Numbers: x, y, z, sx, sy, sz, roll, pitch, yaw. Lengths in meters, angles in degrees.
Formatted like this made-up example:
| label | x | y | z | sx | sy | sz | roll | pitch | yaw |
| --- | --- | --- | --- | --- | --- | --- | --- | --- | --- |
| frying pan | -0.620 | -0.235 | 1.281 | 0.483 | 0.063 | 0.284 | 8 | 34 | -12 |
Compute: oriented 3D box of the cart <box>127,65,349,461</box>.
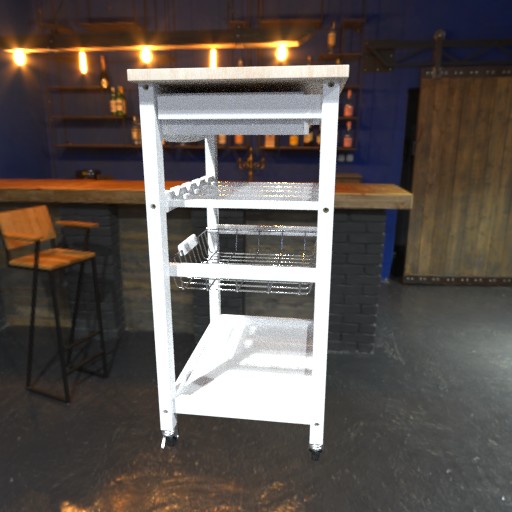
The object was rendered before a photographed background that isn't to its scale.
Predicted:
| label | x | y | z | sx | sy | sz | roll | pitch | yaw |
| --- | --- | --- | --- | --- | --- | --- | --- | --- | --- |
| cart | 0.000 | 0.000 | 1.183 | 0.406 | 0.857 | 0.578 | 2 | 15 | 8 |
